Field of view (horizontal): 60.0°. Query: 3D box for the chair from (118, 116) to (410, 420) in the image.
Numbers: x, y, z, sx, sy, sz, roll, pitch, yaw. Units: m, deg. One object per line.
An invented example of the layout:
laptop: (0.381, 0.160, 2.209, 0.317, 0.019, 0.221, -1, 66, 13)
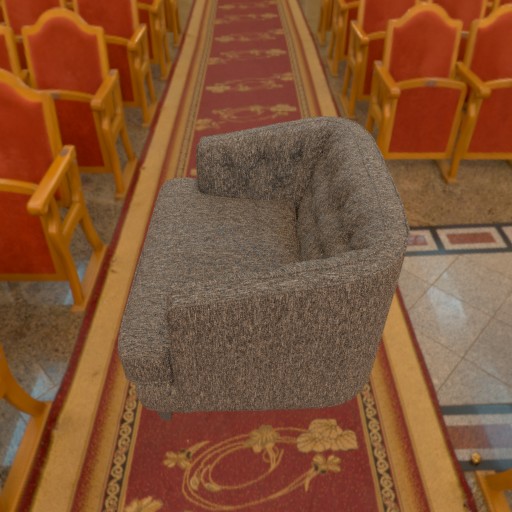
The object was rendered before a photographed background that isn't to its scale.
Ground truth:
chair: (0.000, 0.000, 1.837, 0.941, 0.852, 1.104, 0, 41, 0)
